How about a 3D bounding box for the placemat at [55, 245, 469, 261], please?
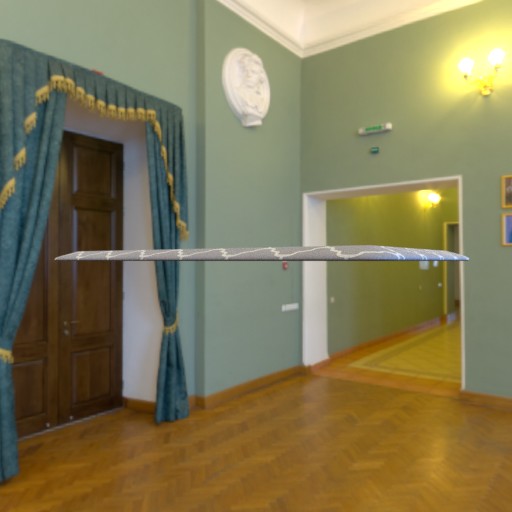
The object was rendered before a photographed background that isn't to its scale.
[{"bbox_3d":[0.000,0.000,0.954,0.762,0.021,0.508,0,-1,36],"label":"placemat"}]
